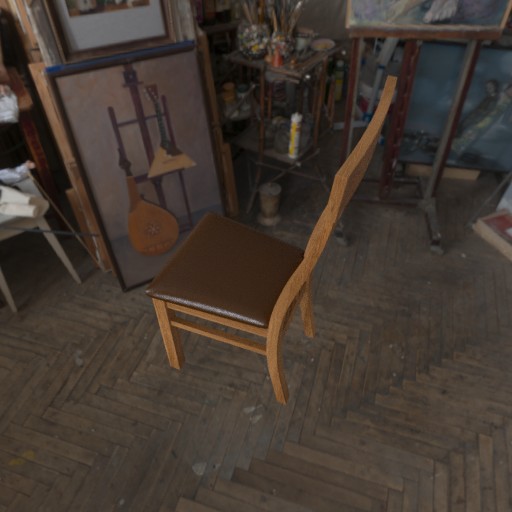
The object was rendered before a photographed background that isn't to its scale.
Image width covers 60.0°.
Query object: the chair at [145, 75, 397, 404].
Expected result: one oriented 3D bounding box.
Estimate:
[{"bbox_3d":[0.000,0.000,1.384,0.580,1.050,0.450,17,48,16],"label":"chair"}]
